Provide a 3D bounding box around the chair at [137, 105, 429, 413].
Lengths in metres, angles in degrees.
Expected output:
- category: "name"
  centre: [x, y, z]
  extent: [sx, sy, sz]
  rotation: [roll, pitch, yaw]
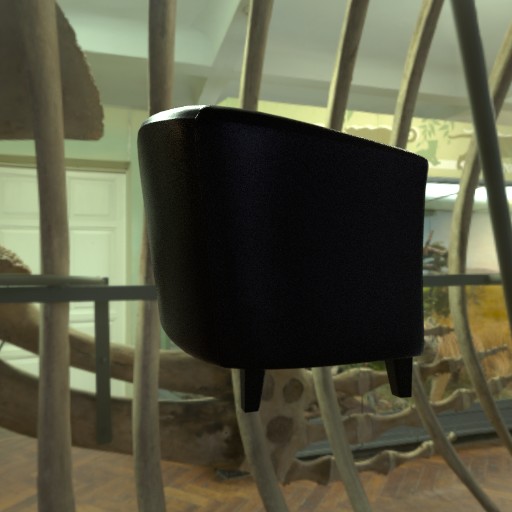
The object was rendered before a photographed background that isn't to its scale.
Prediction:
- category: "chair"
  centre: [0.000, 0.000, 1.398]
  extent: [0.727, 0.756, 0.793]
  rotation: [0, -1, -16]
